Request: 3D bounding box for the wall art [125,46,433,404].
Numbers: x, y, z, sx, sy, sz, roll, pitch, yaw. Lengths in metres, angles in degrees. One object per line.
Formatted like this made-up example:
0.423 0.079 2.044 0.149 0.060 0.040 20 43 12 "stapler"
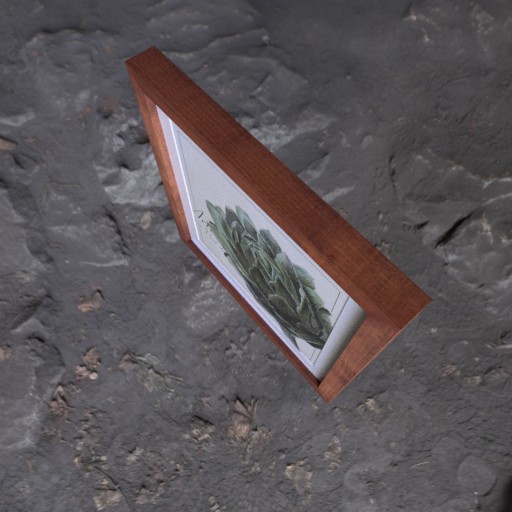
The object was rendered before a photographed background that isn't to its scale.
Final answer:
0.000 0.000 0.583 0.038 0.385 0.386 -37 69 -17 "wall art"
